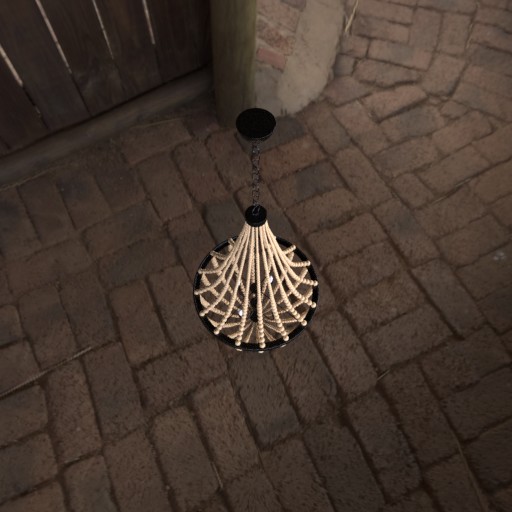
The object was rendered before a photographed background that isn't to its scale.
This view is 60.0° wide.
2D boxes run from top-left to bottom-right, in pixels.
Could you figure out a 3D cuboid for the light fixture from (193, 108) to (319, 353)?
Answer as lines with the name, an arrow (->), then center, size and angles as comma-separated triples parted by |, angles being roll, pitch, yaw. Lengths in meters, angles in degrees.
light fixture -> 0.000, 0.000, 1.358 | 0.450, 1.133, 0.450 | 0, 63, 0
